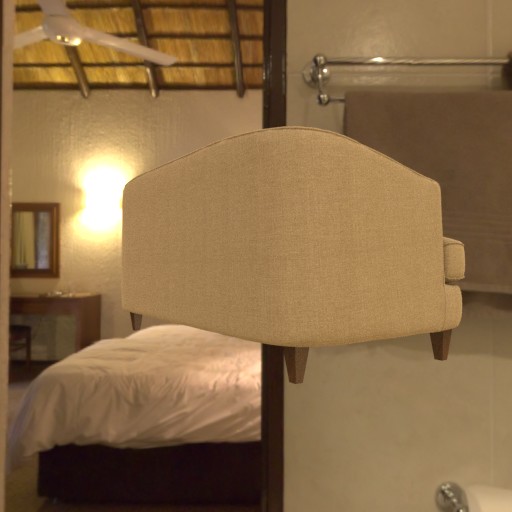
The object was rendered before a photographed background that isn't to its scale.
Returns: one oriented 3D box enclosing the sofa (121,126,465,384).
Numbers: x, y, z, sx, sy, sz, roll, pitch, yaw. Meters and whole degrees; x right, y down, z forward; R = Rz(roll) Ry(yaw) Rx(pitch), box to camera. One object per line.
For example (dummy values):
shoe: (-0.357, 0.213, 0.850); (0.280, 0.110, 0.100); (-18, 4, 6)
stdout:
sofa: (0.000, 0.000, 2.238); (0.941, 0.855, 1.733); (1, -1, -36)
